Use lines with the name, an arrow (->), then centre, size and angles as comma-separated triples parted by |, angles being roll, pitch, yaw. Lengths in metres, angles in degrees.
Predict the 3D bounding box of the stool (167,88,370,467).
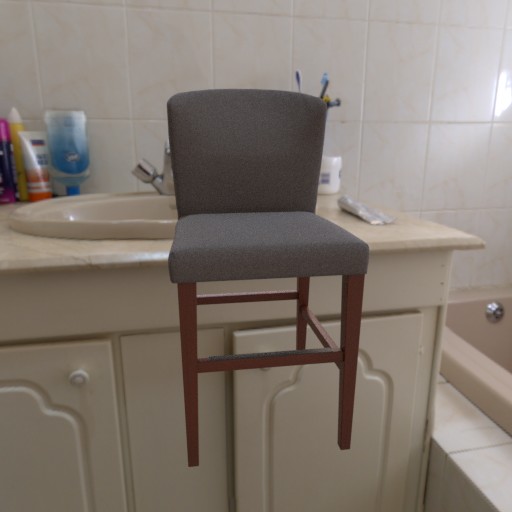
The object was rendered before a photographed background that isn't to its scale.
stool -> 0.000, 0.000, 1.289 | 0.481, 0.968, 0.568 | -2, 15, -9
